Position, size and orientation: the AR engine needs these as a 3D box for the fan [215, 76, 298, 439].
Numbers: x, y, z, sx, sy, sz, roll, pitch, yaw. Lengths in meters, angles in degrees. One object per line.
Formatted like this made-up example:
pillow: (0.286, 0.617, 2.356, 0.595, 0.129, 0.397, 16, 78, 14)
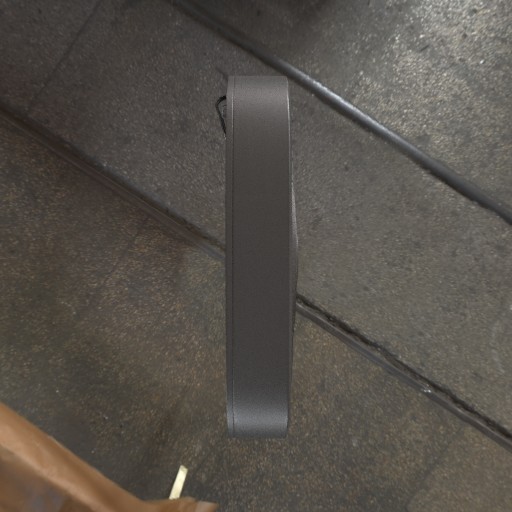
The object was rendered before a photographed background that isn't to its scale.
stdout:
fan: (0.000, 0.000, 0.800, 0.142, 0.533, 0.526, 0, 91, -1)
